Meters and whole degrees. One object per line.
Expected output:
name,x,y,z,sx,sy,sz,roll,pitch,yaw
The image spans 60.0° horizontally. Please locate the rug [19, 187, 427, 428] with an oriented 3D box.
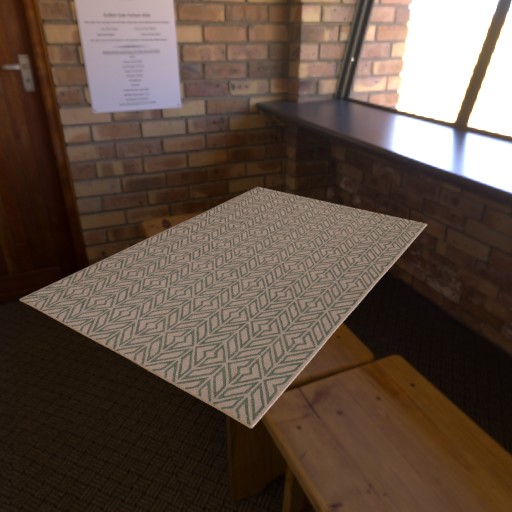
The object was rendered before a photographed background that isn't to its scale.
rug,0.000,0.000,2.272,1.220,0.007,1.828,17,32,30
